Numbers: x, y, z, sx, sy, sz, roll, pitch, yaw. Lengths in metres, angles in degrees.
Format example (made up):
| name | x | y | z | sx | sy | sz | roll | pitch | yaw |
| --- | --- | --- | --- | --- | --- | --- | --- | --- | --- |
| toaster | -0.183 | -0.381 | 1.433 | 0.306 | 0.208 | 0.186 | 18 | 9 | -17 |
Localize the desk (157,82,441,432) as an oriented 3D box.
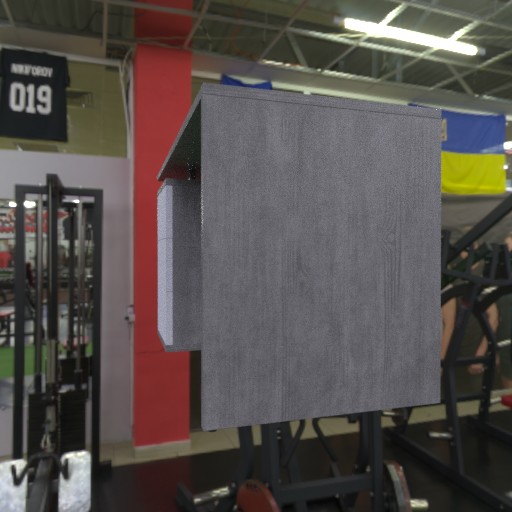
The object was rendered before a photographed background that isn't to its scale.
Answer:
| name | x | y | z | sx | sy | sz | roll | pitch | yaw |
| --- | --- | --- | --- | --- | --- | --- | --- | --- | --- |
| desk | 0.000 | 0.000 | 1.594 | 0.600 | 0.740 | 1.200 | 0 | 1 | -17 |
